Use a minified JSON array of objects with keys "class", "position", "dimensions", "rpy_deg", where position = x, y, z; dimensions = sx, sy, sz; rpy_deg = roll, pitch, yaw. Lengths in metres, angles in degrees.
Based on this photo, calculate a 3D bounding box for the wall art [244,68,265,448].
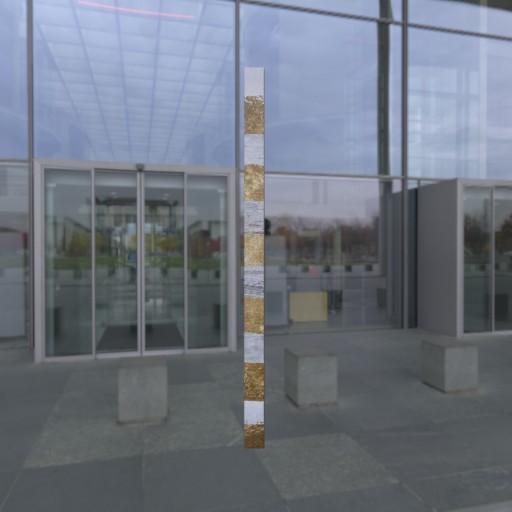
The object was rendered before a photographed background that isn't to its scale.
[{"class":"wall art","position":[0.000,0.000,1.458],"dimensions":[0.041,0.762,1.145],"rpy_deg":[0,1,0]}]
